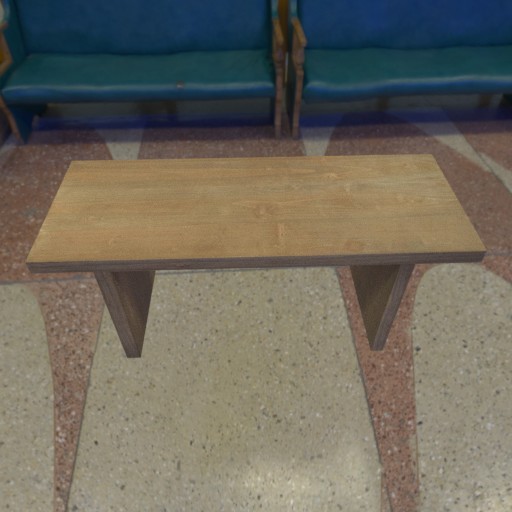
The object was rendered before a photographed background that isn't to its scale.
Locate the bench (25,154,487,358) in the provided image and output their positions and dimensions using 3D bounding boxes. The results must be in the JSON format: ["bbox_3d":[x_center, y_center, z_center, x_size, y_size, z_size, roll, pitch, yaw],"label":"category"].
[{"bbox_3d":[0.000,0.000,1.457,1.183,0.458,0.458,-1,45,-1],"label":"bench"}]
